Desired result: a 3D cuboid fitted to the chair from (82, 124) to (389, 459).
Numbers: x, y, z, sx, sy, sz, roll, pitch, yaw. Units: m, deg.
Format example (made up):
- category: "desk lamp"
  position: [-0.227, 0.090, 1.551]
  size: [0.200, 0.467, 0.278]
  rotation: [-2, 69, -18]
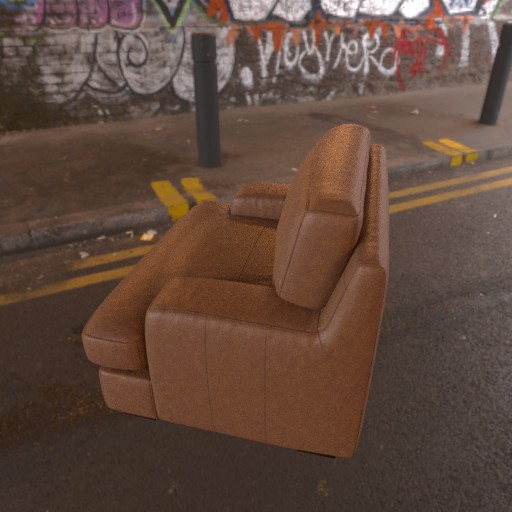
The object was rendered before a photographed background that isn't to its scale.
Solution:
- category: "chair"
  position: [0.000, 0.000, 1.942]
  size: [1.050, 0.978, 1.276]
  rotation: [7, 31, 12]
